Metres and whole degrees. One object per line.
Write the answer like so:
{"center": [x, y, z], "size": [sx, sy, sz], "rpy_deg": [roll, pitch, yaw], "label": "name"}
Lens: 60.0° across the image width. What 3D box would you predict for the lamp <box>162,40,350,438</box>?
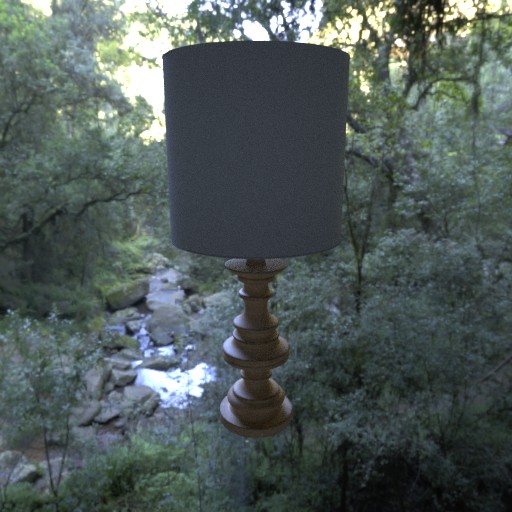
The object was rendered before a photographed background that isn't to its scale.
{"center": [0.000, 0.000, 0.557], "size": [0.208, 0.455, 0.208], "rpy_deg": [2, 15, 7], "label": "lamp"}
